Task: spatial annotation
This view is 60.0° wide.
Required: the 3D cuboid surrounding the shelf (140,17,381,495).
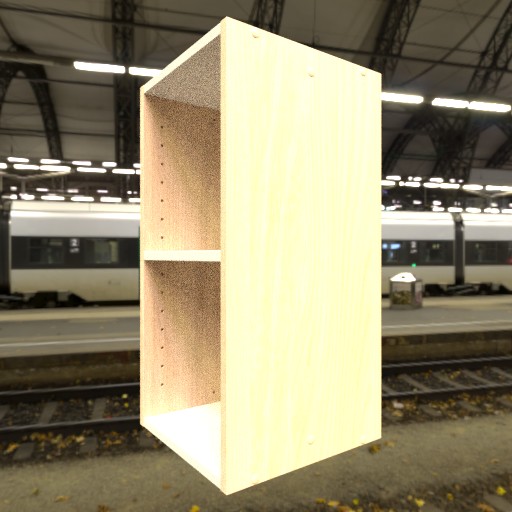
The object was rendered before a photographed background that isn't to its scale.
[{"bbox_3d":[0.000,0.000,0.753,0.297,0.594,0.290,0,0,-36],"label":"shelf"}]
